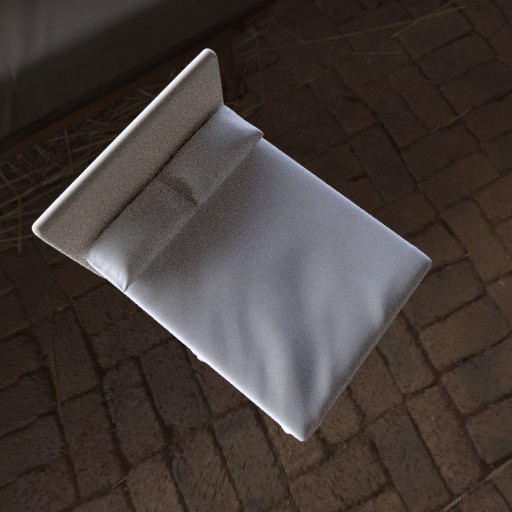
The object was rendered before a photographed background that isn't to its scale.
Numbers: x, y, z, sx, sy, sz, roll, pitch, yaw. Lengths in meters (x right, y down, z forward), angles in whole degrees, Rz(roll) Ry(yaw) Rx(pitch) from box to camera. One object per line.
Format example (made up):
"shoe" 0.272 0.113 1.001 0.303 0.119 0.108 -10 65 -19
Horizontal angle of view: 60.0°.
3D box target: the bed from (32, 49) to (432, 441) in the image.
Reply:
"bed" 0.000 0.000 3.257 2.147 1.330 1.714 38 78 9
